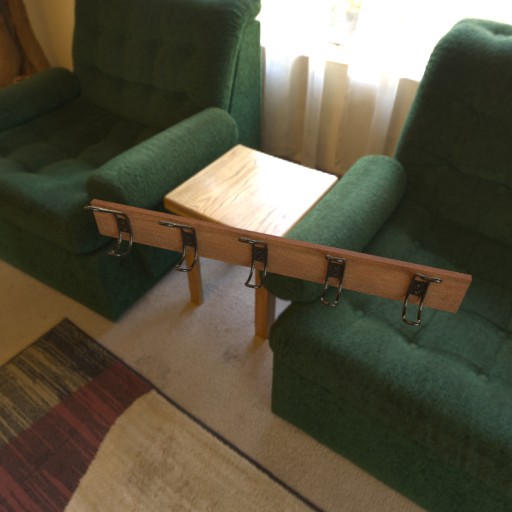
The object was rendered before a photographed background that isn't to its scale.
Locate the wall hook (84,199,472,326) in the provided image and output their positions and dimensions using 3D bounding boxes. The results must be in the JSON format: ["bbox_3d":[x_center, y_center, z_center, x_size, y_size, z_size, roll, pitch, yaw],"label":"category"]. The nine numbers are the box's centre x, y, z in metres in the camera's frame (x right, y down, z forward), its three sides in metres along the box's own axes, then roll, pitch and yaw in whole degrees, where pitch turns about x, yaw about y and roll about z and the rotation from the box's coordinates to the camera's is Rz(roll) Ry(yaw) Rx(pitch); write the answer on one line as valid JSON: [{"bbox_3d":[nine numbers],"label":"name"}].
[{"bbox_3d":[0.000,0.000,0.609,0.554,0.116,0.076,12,44,13],"label":"wall hook"}]
